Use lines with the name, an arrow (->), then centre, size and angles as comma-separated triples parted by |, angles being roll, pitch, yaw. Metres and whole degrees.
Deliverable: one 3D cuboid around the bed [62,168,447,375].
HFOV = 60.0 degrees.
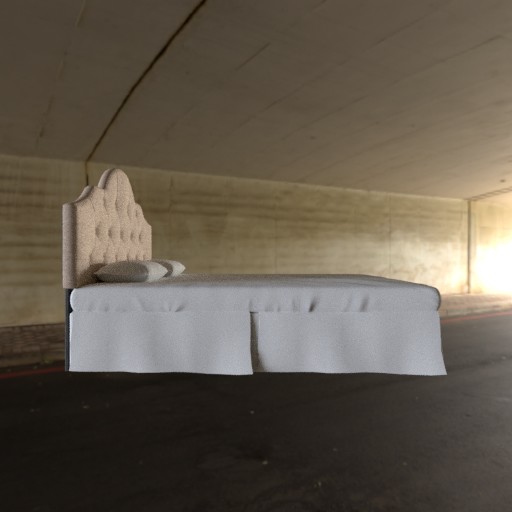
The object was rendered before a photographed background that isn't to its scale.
bed -> 0.000, 0.000, 3.026 | 1.970, 1.194, 1.667 | 0, 0, 1
